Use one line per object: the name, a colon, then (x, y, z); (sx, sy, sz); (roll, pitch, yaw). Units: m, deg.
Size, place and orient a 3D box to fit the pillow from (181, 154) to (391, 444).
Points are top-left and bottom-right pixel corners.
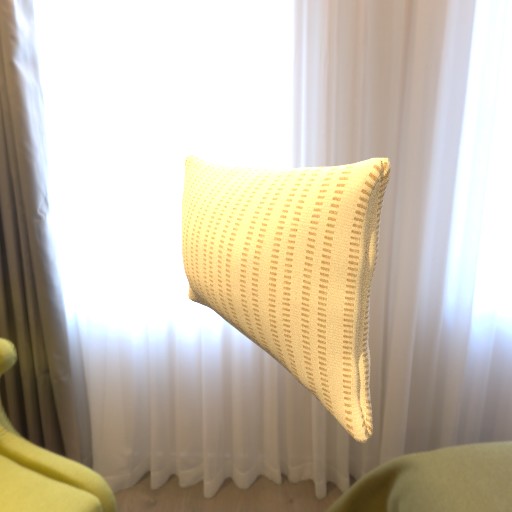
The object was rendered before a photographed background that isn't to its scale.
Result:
pillow: (0.000, 0.000, 0.795); (0.210, 0.353, 0.640); (-7, 15, -27)
